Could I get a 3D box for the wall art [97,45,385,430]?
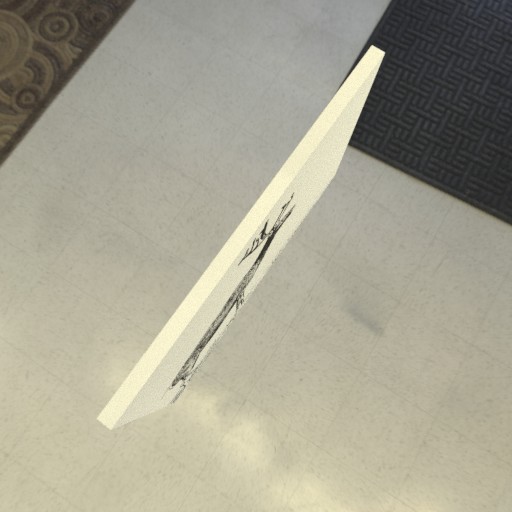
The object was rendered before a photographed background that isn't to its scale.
[{"bbox_3d":[0.000,0.000,1.141,0.033,0.617,0.906,34,78,8],"label":"wall art"}]
